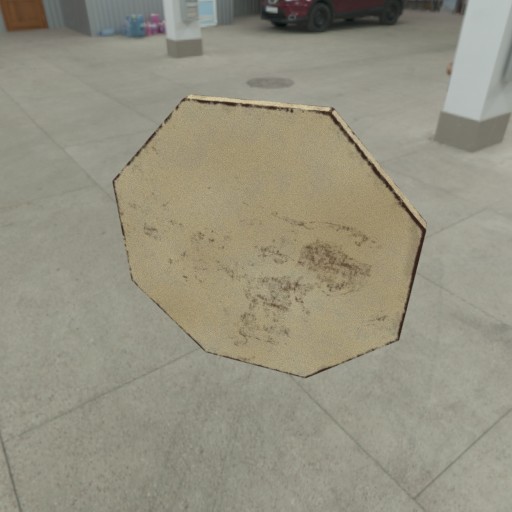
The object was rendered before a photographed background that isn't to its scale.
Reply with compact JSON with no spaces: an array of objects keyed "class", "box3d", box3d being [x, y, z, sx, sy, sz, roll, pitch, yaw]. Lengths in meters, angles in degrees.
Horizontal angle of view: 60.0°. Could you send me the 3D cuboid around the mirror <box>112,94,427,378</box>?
[{"class":"mirror","box3d":[0.000,0.000,0.957,0.648,0.648,0.031,11,35,16]}]
